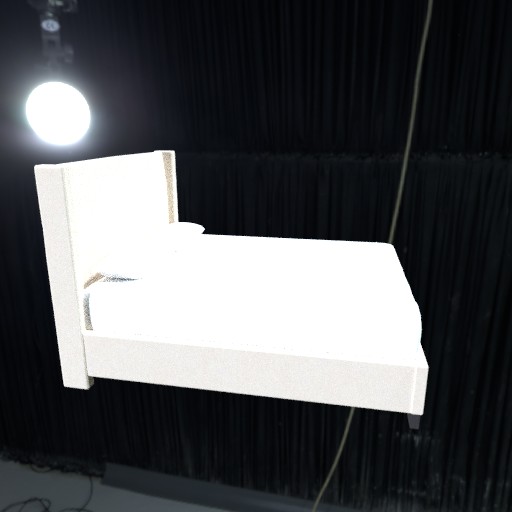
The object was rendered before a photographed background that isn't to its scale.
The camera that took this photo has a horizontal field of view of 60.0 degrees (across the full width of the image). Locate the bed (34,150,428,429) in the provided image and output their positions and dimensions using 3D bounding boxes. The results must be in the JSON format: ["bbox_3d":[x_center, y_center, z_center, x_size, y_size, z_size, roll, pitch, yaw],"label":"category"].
[{"bbox_3d":[0.000,0.000,3.401,2.293,1.471,1.778,3,16,11],"label":"bed"}]
